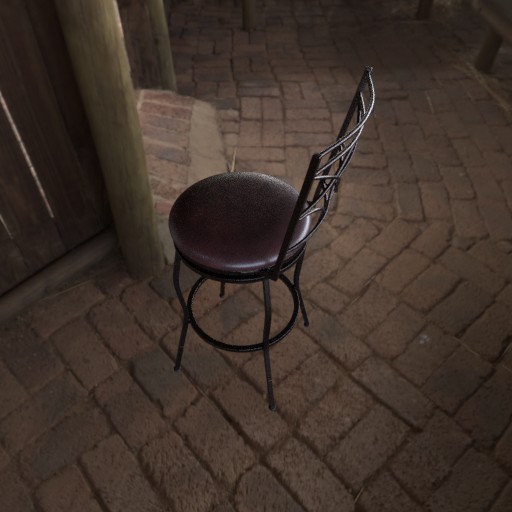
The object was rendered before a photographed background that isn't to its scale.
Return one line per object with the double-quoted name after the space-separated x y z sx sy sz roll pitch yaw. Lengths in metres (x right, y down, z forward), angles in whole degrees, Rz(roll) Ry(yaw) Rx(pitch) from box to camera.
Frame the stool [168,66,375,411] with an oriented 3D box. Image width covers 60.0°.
0.000 0.000 1.421 0.534 1.117 0.434 17 48 16 "stool"
